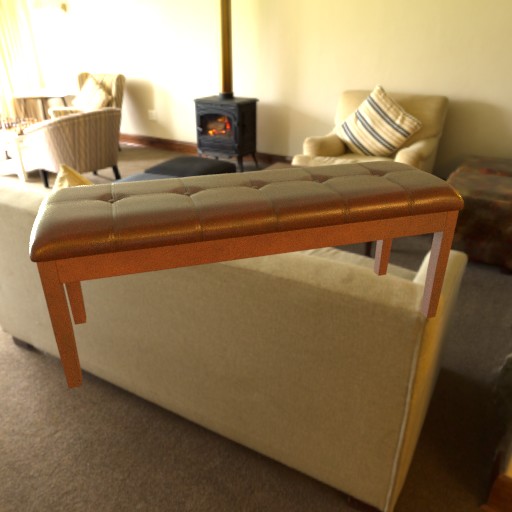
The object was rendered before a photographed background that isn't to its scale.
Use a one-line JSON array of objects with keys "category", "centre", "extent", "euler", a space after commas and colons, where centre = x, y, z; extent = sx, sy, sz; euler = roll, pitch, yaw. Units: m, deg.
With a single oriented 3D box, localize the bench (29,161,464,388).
[{"category": "bench", "centre": [0.000, 0.000, 1.466], "extent": [1.259, 0.491, 0.401], "euler": [-8, 28, -15]}]
